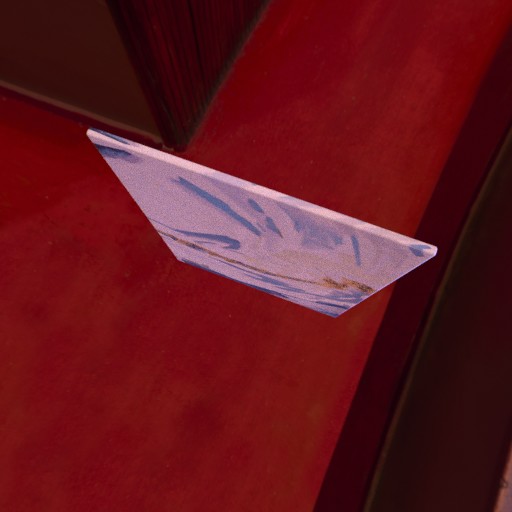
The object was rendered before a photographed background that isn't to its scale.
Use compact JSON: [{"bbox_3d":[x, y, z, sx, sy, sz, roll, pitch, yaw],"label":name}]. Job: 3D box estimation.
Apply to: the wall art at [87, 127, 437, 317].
[{"bbox_3d":[0.000,0.000,1.167,0.610,0.914,0.016,20,77,5],"label":"wall art"}]
